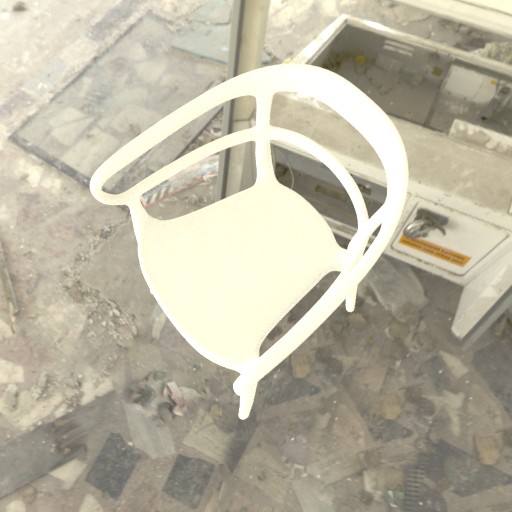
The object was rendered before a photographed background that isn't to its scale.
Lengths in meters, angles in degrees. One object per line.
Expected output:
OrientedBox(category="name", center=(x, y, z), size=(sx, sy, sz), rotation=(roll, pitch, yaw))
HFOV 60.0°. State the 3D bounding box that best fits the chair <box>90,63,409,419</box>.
OrientedBox(category="chair", center=(0.000, 0.000, 1.118), size=(0.527, 0.761, 0.559), rotation=(-35, 69, -15))
